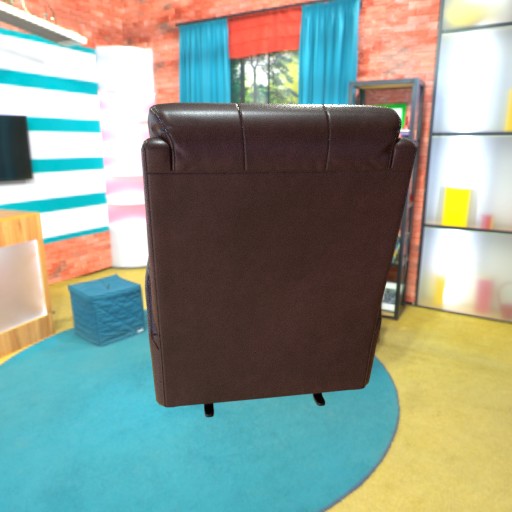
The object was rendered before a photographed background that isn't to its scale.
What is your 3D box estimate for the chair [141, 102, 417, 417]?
[{"bbox_3d":[0.000,0.000,1.655,0.787,1.016,0.939,-2,14,-9],"label":"chair"}]
